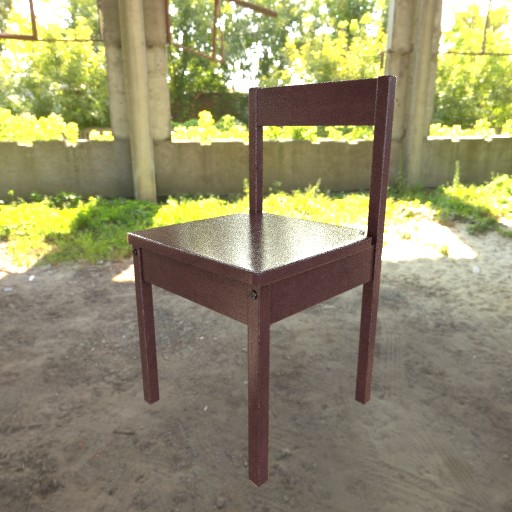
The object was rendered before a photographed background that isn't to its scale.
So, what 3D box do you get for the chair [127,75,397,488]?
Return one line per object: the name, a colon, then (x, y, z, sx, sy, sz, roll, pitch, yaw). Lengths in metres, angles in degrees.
chair: (0.000, 0.000, 0.882, 0.367, 0.668, 0.361, 15, 22, 43)
